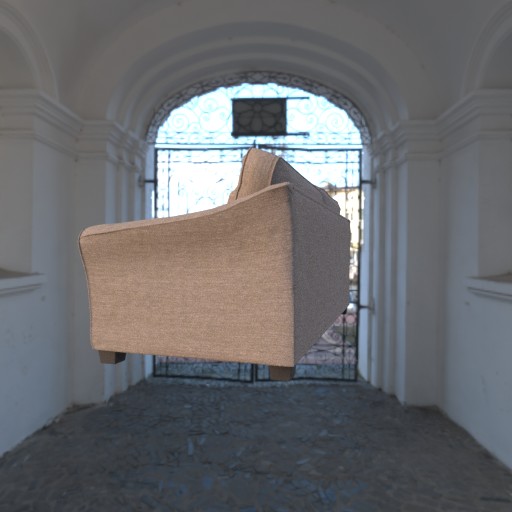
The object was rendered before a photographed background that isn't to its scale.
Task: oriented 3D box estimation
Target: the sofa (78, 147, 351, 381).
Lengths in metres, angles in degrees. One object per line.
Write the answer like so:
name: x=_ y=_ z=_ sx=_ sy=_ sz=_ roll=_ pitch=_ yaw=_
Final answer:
sofa: x=0.000 y=0.000 z=2.840 sx=0.980 sy=0.965 sz=2.270 roll=0 pitch=1 yaw=18
